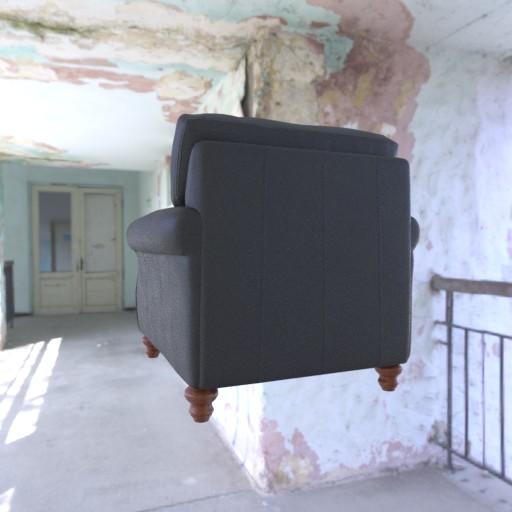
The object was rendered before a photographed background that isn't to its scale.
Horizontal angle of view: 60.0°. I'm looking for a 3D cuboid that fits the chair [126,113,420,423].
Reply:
[{"bbox_3d":[0.000,0.000,1.835,1.015,0.960,1.027,-1,2,-18],"label":"chair"}]
